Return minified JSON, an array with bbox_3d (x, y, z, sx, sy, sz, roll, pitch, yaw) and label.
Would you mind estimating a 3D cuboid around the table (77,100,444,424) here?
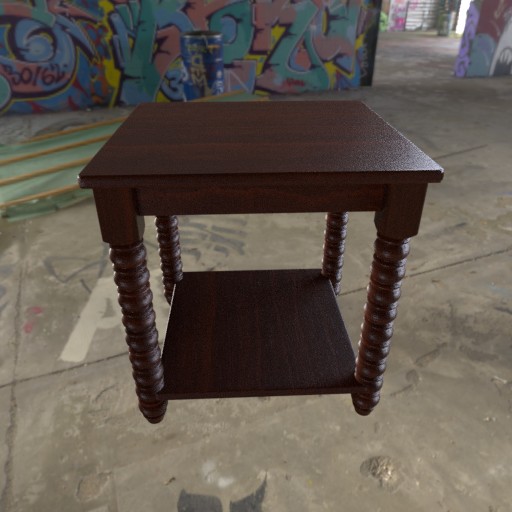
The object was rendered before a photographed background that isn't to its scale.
[{"bbox_3d":[0.000,0.000,0.990,0.533,0.567,0.500,-1,31,-2],"label":"table"}]
